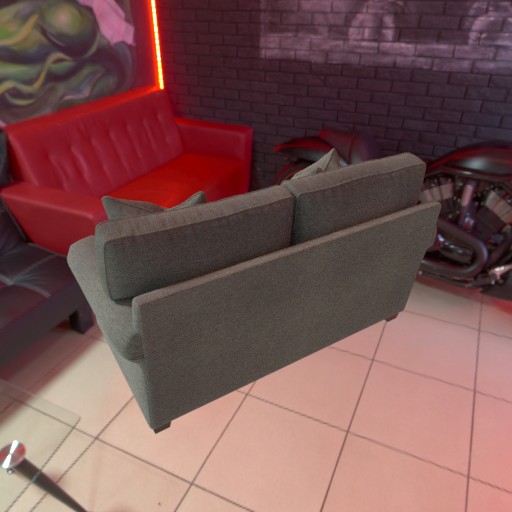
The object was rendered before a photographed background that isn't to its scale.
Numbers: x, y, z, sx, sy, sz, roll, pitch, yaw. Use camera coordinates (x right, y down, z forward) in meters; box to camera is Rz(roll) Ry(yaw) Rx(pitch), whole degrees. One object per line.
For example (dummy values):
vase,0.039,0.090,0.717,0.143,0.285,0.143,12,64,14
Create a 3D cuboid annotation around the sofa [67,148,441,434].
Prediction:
sofa,0.000,0.000,2.288,1.701,0.966,0.966,-18,35,-27
